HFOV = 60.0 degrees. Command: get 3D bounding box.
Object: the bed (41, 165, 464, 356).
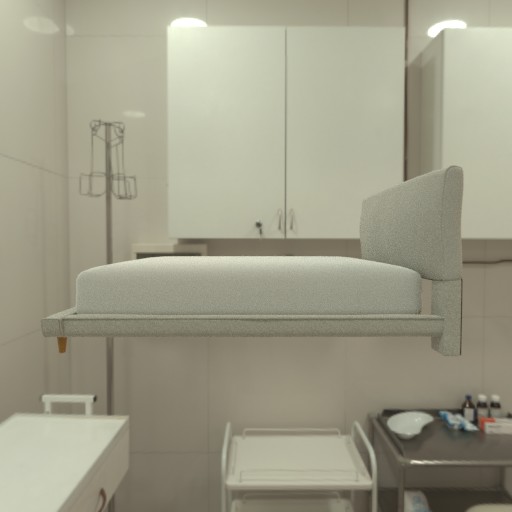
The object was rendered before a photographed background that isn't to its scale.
[{"bbox_3d":[0.000,0.000,3.332,2.368,1.067,1.840,0,2,0],"label":"bed"}]
